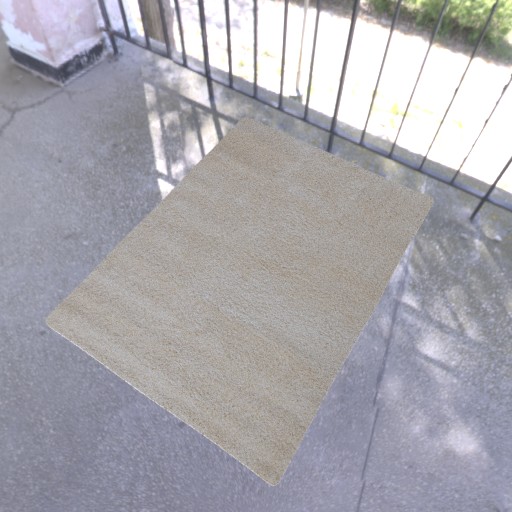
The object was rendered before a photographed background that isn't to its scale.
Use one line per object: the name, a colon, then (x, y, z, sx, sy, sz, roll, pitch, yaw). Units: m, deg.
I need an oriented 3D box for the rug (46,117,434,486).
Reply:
rug: (0.000, 0.000, 2.138, 1.199, 0.025, 1.600, 28, 62, 17)
